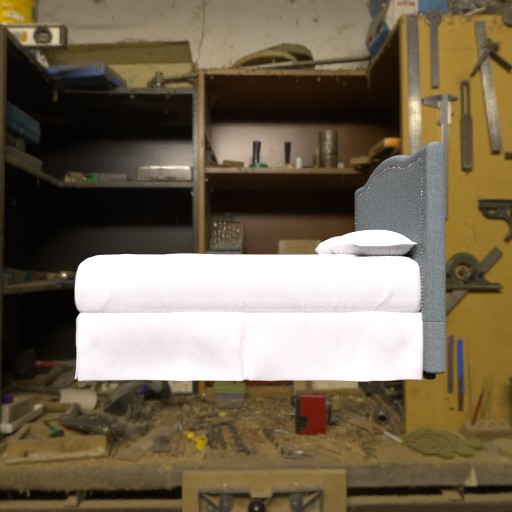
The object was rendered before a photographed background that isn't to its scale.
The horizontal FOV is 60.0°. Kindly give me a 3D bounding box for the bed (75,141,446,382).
[{"bbox_3d":[0.000,0.000,3.350,2.143,1.460,1.753,0,0,-1],"label":"bed"}]
